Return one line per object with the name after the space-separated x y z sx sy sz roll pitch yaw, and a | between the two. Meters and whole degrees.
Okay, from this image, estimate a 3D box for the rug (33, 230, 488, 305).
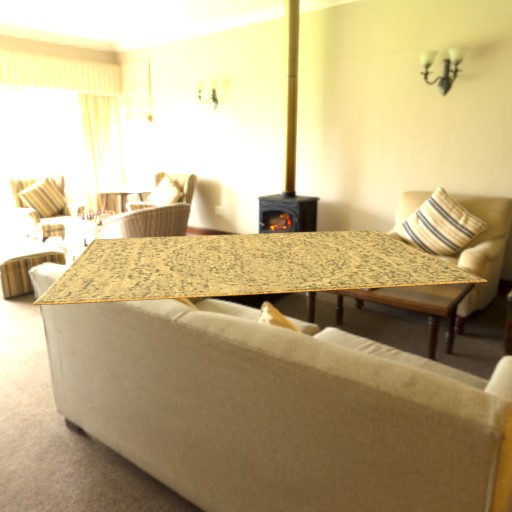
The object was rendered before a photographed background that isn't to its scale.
0.000 0.000 3.079 2.447 0.021 1.527 -2 15 -9 | rug
